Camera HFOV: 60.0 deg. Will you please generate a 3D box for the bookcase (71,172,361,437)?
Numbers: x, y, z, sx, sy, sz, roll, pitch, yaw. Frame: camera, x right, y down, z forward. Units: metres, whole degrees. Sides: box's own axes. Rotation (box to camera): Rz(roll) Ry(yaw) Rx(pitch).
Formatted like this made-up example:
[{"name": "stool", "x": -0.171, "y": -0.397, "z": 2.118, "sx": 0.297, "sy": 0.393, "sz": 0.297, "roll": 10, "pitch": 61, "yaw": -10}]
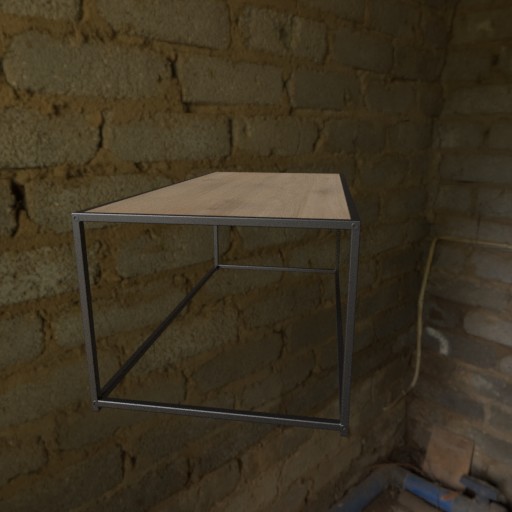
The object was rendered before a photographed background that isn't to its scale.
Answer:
[{"name": "bookcase", "x": 0.000, "y": 0.000, "z": 1.270, "sx": 0.500, "sy": 0.400, "sz": 1.000, "roll": 2, "pitch": 15, "yaw": 9}]
